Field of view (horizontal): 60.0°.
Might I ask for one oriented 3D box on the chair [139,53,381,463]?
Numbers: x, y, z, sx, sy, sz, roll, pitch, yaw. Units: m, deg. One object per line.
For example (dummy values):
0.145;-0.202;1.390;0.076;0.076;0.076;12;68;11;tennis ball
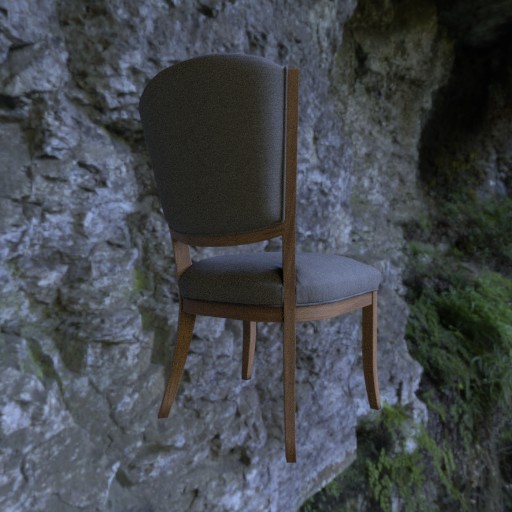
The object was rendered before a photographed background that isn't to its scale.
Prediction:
0.000;0.000;1.236;0.513;0.905;0.584;1;1;37;chair
